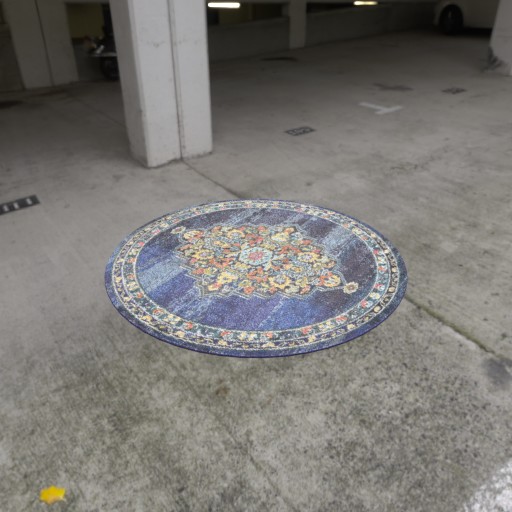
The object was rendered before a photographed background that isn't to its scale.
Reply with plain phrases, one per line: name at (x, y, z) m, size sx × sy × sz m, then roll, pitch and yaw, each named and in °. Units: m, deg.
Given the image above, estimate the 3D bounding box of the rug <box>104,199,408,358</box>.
rug at (0.000, 0.000, 2.427) m, size 1.591 × 0.010 × 1.591 m, roll 0°, pitch 30°, yaw 0°
